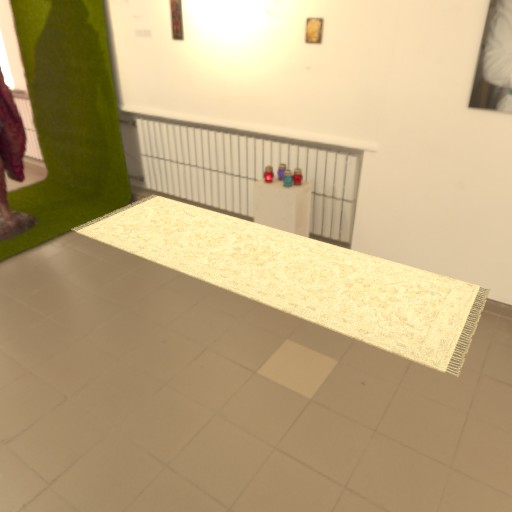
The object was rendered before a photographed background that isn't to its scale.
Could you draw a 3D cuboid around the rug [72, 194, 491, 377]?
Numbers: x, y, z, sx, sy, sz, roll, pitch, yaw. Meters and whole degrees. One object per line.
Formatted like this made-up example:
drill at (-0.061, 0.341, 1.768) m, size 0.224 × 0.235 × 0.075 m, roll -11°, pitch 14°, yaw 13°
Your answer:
rug at (0.000, 0.000, 2.743) m, size 2.544 × 0.015 × 0.795 m, roll 18°, pitch 34°, yaw 29°
